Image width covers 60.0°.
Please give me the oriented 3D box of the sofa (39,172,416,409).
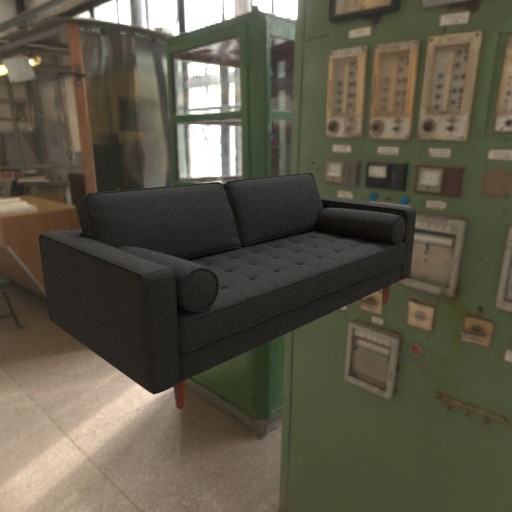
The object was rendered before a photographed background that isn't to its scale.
[{"bbox_3d":[0.000,0.000,2.361,0.914,0.759,1.875,15,21,43],"label":"sofa"}]
